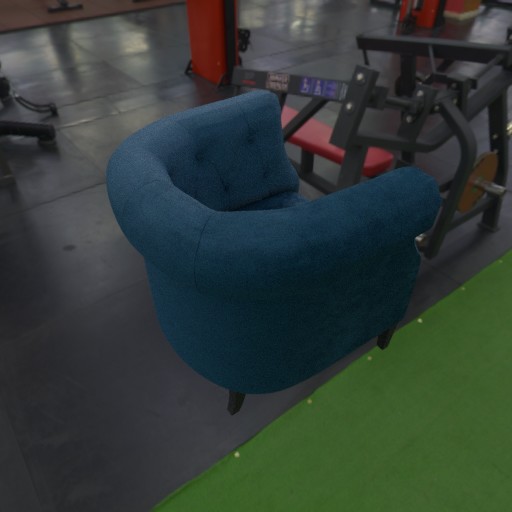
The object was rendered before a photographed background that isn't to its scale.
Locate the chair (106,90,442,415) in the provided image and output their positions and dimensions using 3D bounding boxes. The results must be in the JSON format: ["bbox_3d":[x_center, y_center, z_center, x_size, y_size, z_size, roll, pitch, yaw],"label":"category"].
[{"bbox_3d":[0.000,0.000,1.552,0.851,0.826,0.904,-24,46,-26],"label":"chair"}]
